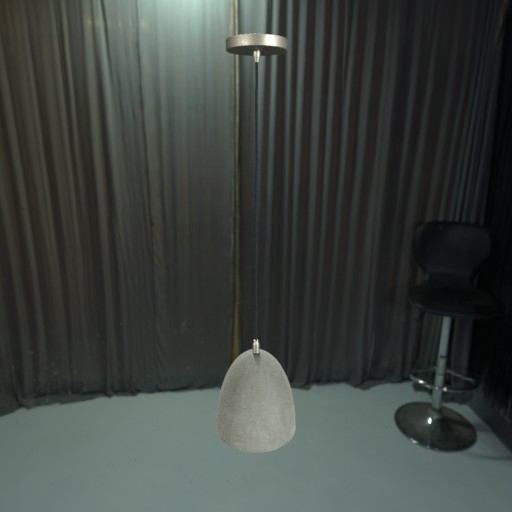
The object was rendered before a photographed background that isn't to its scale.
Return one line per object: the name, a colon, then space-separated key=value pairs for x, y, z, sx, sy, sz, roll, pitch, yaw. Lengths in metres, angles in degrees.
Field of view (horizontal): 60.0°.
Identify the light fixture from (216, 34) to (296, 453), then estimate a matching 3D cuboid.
light fixture: x=0.000 y=0.000 z=0.854 sx=0.170 sy=0.759 sz=0.170 roll=-2 pitch=16 yaw=-8
